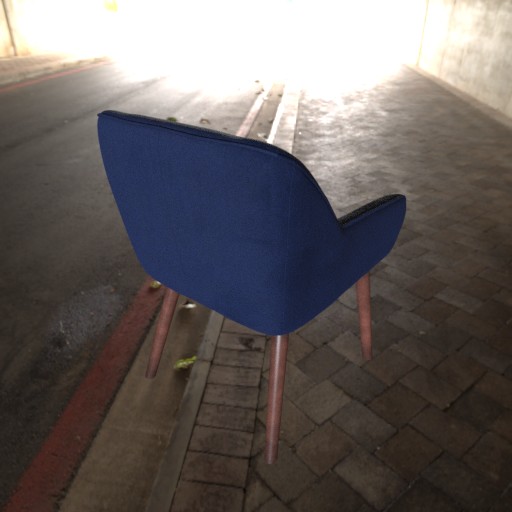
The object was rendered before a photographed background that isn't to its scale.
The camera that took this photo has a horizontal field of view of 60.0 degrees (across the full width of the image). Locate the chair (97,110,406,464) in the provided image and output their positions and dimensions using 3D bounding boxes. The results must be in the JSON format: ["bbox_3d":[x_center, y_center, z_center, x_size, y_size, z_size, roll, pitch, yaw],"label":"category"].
[{"bbox_3d":[0.000,0.000,1.229,0.600,0.820,0.600,21,36,33],"label":"chair"}]
